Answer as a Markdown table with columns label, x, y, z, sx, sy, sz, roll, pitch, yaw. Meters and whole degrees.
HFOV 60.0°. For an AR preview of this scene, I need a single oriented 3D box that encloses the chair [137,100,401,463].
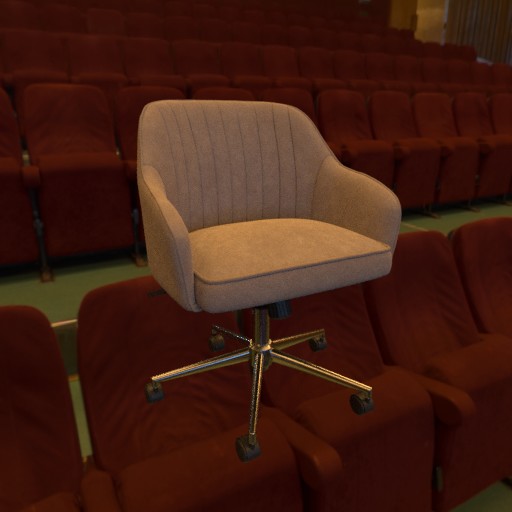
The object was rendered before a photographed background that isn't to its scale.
| label | x | y | z | sx | sy | sz | roll | pitch | yaw |
| --- | --- | --- | --- | --- | --- | --- | --- | --- | --- |
| chair | 0.000 | 0.000 | 1.231 | 0.635 | 0.831 | 0.573 | -9 | 20 | -28 |
